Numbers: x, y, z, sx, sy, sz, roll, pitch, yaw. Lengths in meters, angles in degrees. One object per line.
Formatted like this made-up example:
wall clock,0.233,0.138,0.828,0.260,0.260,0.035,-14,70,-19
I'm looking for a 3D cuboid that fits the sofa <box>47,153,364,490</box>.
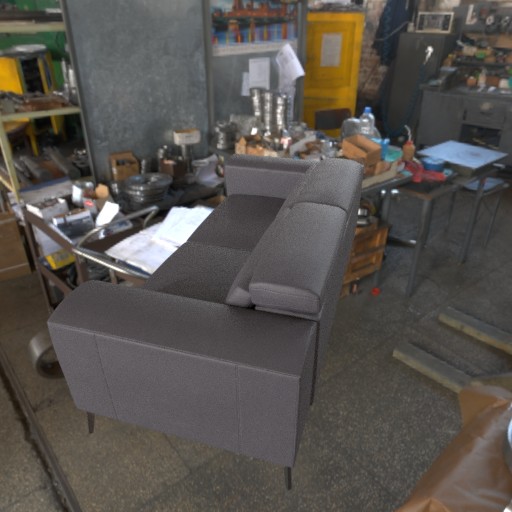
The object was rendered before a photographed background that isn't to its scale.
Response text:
sofa,0.000,0.000,2.676,1.048,0.814,2.330,9,31,15
